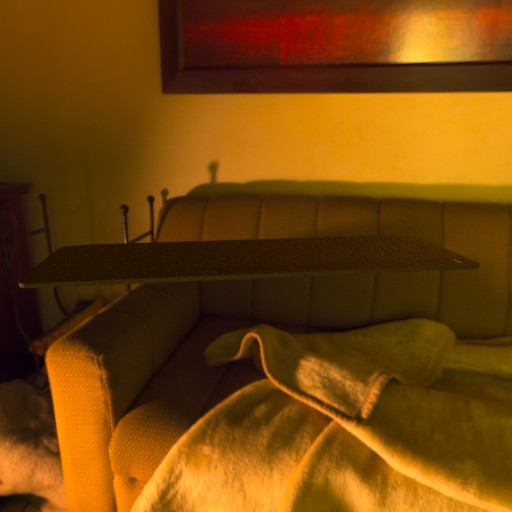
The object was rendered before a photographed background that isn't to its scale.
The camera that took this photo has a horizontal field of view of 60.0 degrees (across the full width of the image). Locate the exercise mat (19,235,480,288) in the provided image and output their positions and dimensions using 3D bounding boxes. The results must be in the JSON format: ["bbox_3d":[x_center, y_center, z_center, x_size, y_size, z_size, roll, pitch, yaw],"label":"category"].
[{"bbox_3d":[0.000,0.000,2.023,1.869,0.021,0.616,-2,15,-8],"label":"exercise mat"}]
